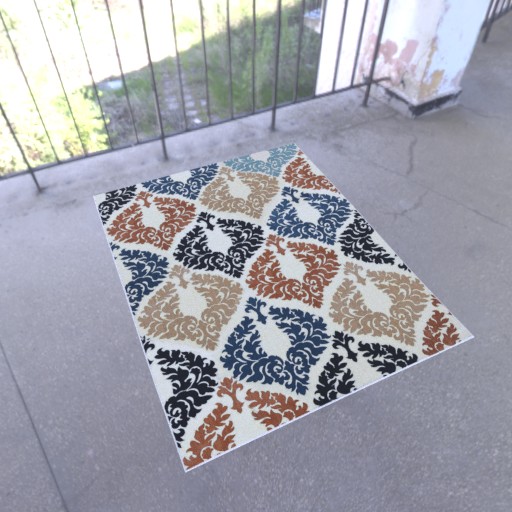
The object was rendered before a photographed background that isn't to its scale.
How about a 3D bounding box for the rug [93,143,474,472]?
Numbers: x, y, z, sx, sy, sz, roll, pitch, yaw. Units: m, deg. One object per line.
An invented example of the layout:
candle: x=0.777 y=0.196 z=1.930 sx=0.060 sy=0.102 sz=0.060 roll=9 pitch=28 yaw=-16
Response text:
rug: x=0.000 y=0.000 z=4.110 sx=2.423 sy=0.014 sz=3.040 roll=-19 pitch=50 yaw=-17
